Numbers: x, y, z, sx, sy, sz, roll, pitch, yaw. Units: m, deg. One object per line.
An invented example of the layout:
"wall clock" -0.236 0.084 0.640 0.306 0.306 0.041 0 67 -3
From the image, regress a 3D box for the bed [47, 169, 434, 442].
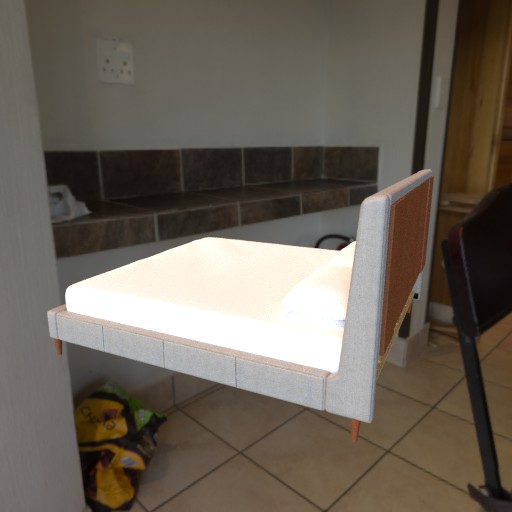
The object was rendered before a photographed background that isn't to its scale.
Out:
"bed" 0.000 0.000 3.484 2.342 1.289 2.062 7 16 25
